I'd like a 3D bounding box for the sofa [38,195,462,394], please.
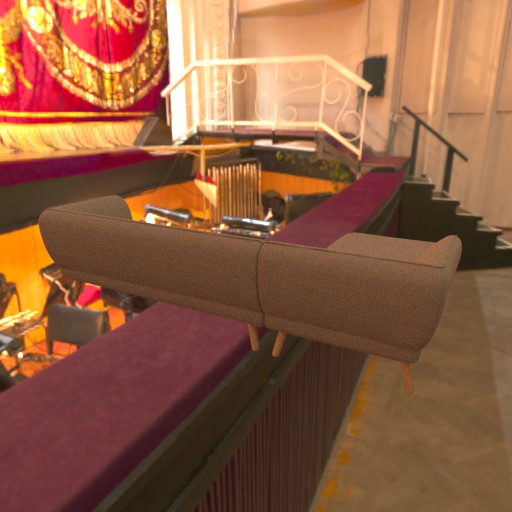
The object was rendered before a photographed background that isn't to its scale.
[{"bbox_3d":[0.000,0.000,3.175,2.653,0.693,1.532,10,20,27],"label":"sofa"}]
